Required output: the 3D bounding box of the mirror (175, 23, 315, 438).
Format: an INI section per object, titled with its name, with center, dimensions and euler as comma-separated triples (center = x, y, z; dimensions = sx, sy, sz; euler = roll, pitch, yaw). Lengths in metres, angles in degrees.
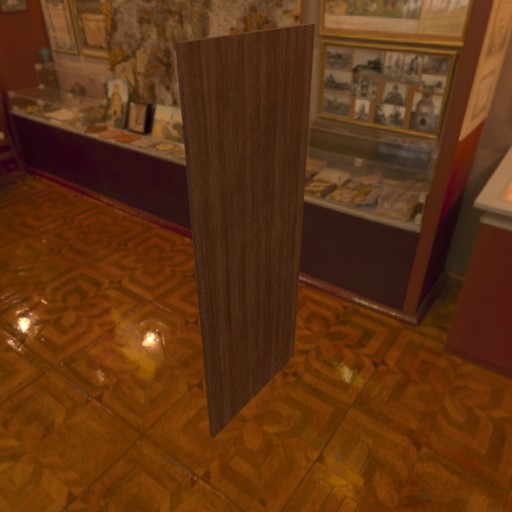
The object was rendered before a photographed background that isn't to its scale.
[mirror]
center = 0.000, 0.000, 2.237
dimensions = 0.025, 2.032, 0.812
euler = 23, 39, 31
